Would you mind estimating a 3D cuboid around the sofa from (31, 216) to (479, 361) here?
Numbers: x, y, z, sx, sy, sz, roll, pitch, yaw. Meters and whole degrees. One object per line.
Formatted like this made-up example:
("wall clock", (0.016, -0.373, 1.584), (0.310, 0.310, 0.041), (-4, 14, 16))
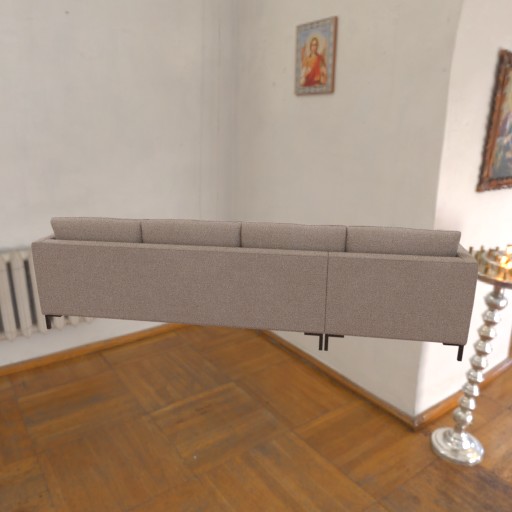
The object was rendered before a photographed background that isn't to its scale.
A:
("sofa", (0.000, 0.000, 3.526), (2.923, 0.816, 1.469), (3, 17, 9))
